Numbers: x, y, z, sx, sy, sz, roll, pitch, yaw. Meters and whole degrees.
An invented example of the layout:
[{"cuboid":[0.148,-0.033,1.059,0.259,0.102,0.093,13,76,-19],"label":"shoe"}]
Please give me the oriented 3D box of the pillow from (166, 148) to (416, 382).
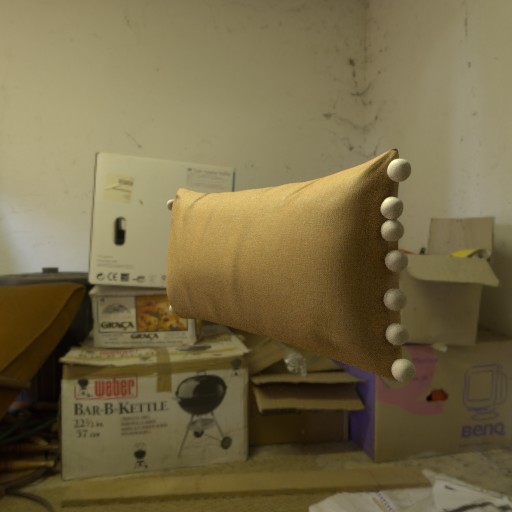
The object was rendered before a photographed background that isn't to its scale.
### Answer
[{"cuboid":[0.000,0.000,0.842,0.201,0.322,0.709,-1,2,-35],"label":"pillow"}]
